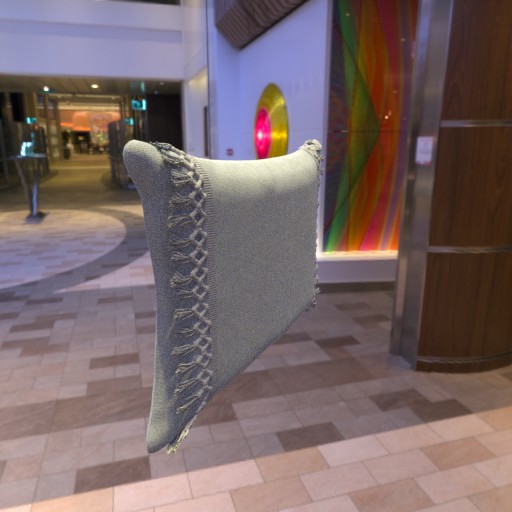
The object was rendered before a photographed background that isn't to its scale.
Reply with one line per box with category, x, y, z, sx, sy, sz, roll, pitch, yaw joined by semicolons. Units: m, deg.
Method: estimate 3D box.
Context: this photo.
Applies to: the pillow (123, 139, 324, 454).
pillow;0.000;0.000;0.595;0.084;0.305;0.466;7;16;26
